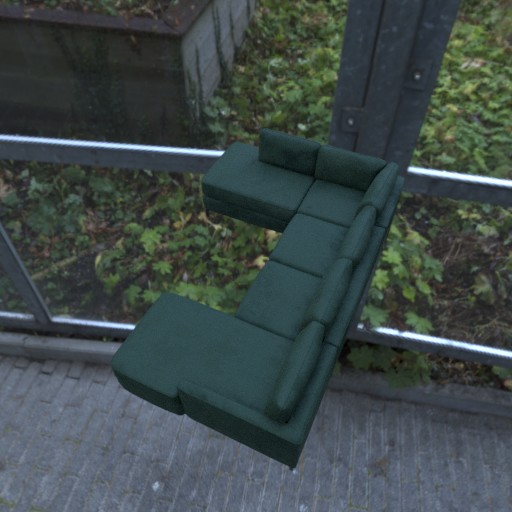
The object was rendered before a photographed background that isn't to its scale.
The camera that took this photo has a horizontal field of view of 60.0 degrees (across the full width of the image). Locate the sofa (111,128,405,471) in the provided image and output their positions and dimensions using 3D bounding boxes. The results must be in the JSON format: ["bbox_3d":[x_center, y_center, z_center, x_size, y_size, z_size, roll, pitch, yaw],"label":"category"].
[{"bbox_3d":[0.000,0.000,4.033,1.992,0.861,2.994,19,51,17],"label":"sofa"}]
